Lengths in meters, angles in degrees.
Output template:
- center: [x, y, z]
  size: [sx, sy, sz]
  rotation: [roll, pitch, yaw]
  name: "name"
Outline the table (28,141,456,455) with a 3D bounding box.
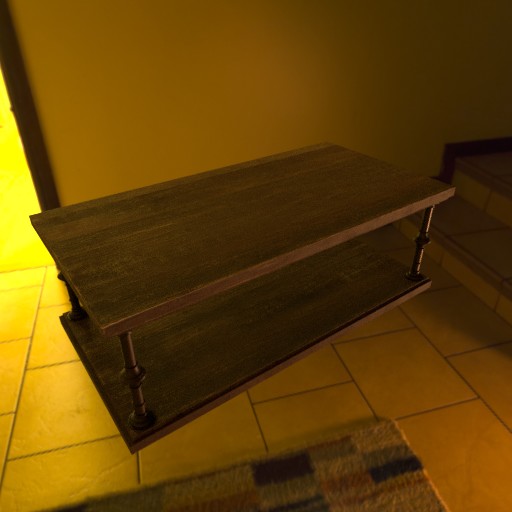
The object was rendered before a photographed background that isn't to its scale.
- center: [0.000, 0.000, 1.354]
  size: [1.088, 0.373, 0.554]
  rotation: [-21, 37, -30]
  name: "table"
